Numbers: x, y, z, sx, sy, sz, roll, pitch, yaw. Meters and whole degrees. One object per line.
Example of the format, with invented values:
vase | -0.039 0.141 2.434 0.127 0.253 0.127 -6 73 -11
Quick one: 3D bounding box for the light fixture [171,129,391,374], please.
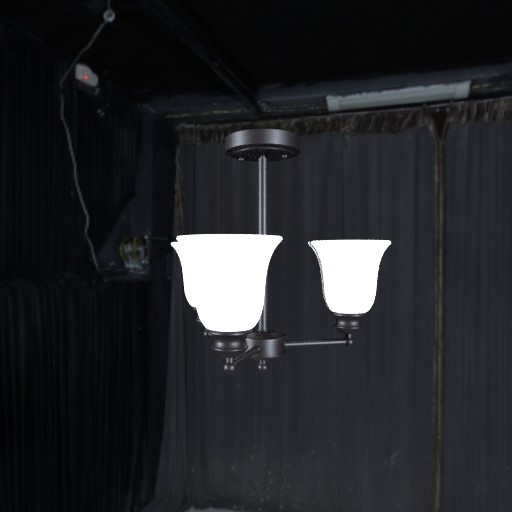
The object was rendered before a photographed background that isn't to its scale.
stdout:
light fixture | 0.000 0.000 0.670 0.388 0.370 0.354 0 0 18
